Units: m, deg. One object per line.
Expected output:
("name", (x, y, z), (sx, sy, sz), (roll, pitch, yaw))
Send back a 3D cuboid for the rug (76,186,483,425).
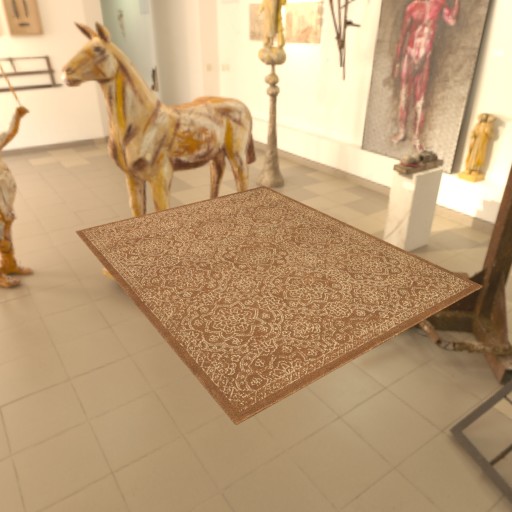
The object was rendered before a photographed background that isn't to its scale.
("rug", (0.000, 0.000, 4.135), (2.441, 0.015, 3.050), (-19, 33, -31))
